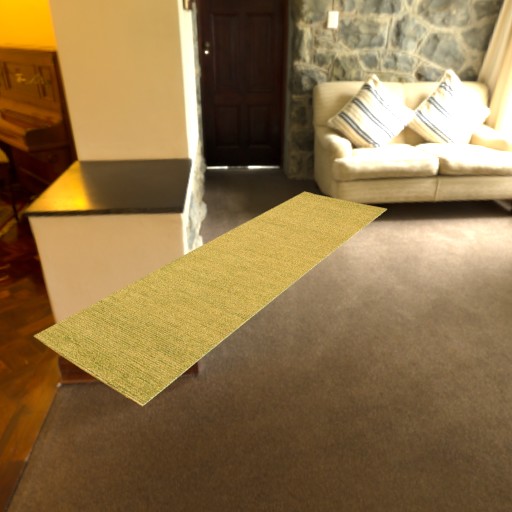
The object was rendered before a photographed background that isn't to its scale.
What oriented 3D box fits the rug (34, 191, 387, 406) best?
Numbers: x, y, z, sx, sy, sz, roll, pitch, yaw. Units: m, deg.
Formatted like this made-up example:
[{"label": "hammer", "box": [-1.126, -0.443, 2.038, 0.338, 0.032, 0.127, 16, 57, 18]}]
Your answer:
[{"label": "rug", "box": [0.000, 0.000, 2.568, 0.686, 0.013, 2.340, 18, 32, 31]}]
